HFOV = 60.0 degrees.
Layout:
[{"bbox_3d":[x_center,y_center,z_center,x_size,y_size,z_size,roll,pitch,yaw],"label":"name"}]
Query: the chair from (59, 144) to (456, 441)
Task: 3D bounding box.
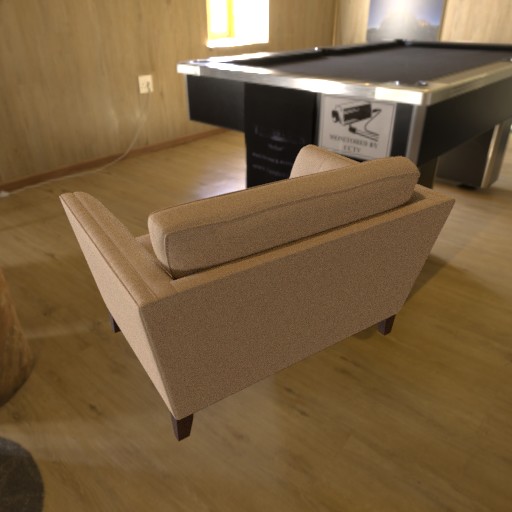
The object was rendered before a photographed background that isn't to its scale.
[{"bbox_3d":[0.000,0.000,2.028,1.397,0.940,0.965,-18,35,-28],"label":"chair"}]
